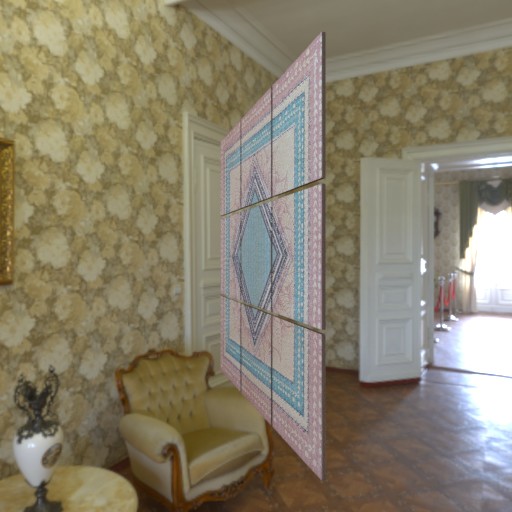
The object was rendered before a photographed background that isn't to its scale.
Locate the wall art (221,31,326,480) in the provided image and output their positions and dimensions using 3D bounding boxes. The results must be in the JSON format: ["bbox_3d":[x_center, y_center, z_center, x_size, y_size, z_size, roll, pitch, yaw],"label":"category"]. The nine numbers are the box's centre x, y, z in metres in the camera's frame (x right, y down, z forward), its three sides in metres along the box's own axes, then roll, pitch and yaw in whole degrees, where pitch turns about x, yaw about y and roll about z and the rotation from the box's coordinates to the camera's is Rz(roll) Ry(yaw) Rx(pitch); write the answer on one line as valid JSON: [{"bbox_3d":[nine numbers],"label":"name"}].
[{"bbox_3d":[0.000,0.000,2.233,0.014,1.525,1.527,0,0,-18],"label":"wall art"}]
